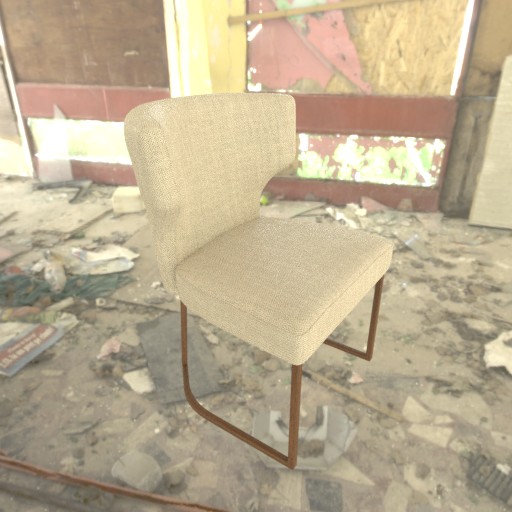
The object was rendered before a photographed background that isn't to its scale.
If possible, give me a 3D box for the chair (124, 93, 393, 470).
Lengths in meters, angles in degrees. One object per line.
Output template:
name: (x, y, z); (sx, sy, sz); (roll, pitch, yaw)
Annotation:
chair: (0.000, 0.000, 1.262); (0.617, 0.824, 0.611); (18, 32, 31)
